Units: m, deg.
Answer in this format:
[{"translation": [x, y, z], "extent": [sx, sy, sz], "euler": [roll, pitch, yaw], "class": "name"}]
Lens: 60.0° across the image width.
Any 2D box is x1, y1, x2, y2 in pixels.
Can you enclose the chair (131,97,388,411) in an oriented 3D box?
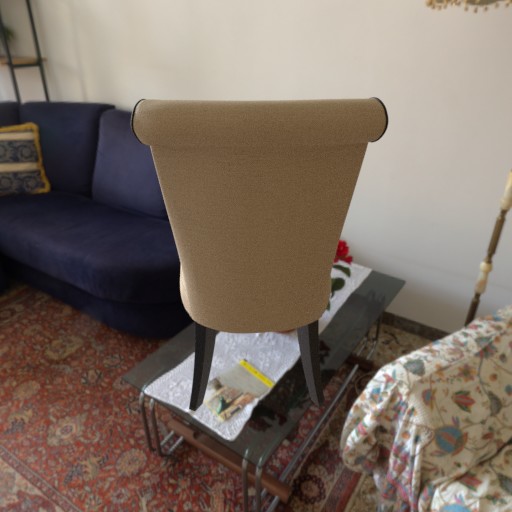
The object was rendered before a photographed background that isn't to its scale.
[{"translation": [0.000, 0.000, 1.344], "extent": [0.522, 0.997, 0.623], "euler": [-1, 30, -2], "class": "chair"}]
